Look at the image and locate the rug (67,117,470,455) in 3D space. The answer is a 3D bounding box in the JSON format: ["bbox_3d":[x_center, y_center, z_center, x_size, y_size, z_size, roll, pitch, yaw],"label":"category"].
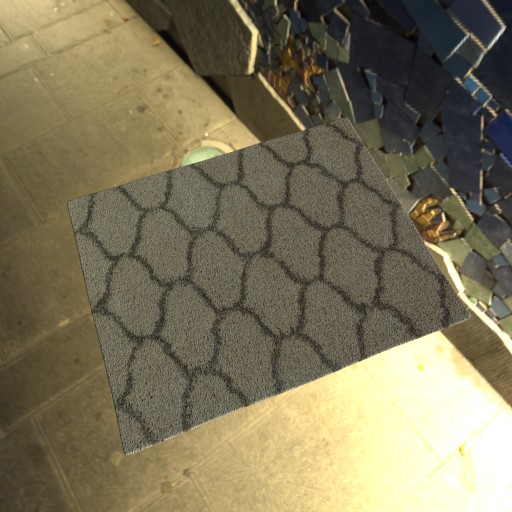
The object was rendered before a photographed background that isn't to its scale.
[{"bbox_3d":[0.000,0.000,4.012,3.000,0.026,2.399,-19,65,-9],"label":"rug"}]
